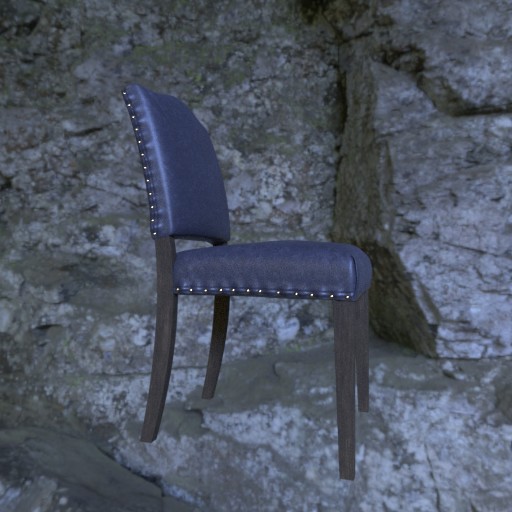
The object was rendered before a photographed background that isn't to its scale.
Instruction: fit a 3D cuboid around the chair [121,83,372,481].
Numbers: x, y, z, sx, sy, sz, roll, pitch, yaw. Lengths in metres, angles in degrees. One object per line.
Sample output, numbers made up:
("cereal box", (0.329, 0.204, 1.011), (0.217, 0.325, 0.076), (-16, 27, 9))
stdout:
("chair", (0.000, 0.000, 1.299), (0.633, 0.991, 0.500), (0, 0, 18))
